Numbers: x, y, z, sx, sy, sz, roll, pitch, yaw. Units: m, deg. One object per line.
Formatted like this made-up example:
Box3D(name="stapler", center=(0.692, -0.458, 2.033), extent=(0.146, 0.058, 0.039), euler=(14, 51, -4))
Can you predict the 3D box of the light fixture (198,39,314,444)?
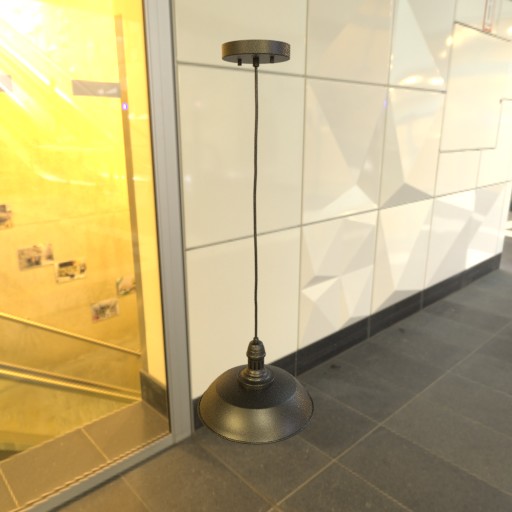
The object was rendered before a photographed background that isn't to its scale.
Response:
Box3D(name="light fixture", center=(0.000, 0.000, 1.145), extent=(0.331, 0.993, 0.331), euler=(8, 18, 27))
